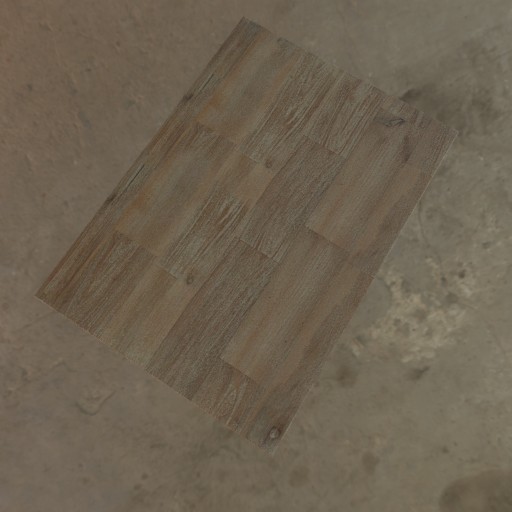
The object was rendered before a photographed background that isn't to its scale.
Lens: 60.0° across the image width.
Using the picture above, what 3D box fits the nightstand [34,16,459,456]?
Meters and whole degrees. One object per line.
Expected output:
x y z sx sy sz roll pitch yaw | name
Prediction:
0.000 0.000 0.943 0.396 0.589 0.552 31 79 7 | nightstand
